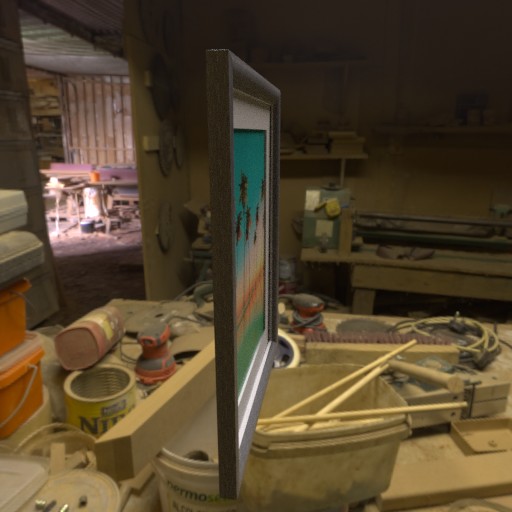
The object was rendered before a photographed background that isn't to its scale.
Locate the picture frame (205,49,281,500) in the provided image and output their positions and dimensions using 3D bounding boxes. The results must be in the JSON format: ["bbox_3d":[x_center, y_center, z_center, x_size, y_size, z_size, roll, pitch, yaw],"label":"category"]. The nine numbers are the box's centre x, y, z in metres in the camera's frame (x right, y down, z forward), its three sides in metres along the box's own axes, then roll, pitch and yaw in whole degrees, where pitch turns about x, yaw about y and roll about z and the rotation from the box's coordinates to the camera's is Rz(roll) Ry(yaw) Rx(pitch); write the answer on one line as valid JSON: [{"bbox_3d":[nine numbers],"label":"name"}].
[{"bbox_3d":[0.000,0.000,0.741,0.029,0.559,0.454,3,16,9],"label":"picture frame"}]
